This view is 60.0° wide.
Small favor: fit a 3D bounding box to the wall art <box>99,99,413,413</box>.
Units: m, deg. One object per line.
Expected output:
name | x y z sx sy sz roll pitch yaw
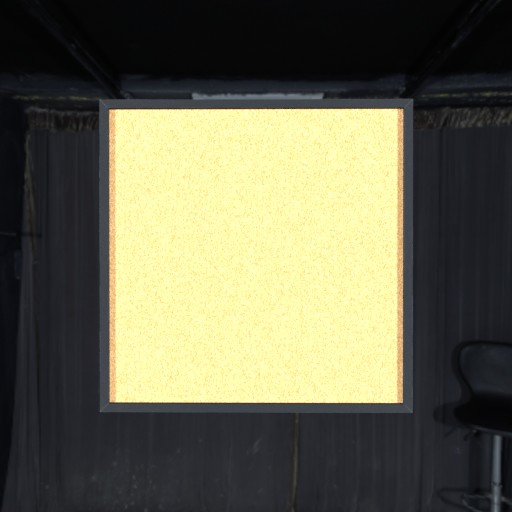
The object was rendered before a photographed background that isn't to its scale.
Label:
wall art | 0.000 0.000 0.451 0.305 0.305 0.037 0 0 0
